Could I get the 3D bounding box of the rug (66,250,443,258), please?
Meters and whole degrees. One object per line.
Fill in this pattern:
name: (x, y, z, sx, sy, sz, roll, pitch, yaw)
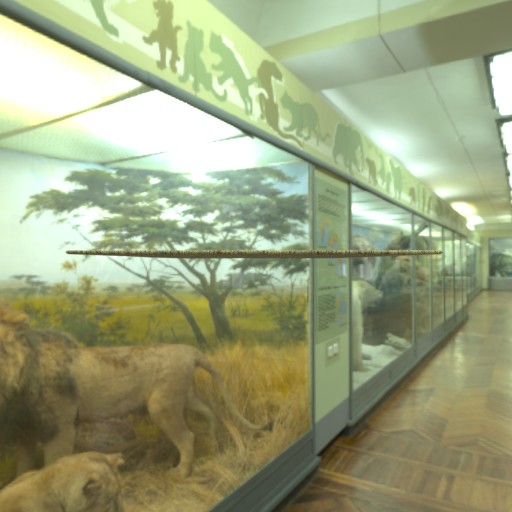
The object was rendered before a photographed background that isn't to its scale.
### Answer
rug: (0.000, 0.000, 2.359, 1.243, 0.014, 1.846, 0, -1, 0)
